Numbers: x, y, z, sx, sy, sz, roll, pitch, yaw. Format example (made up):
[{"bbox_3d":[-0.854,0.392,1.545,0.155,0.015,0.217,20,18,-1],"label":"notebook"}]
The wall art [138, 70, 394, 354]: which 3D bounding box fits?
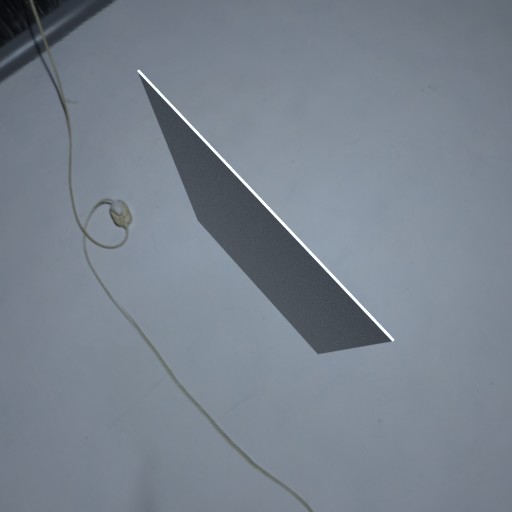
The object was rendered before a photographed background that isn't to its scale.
[{"bbox_3d":[0.000,0.000,0.826,0.003,0.609,0.457,-41,80,-9],"label":"wall art"}]
